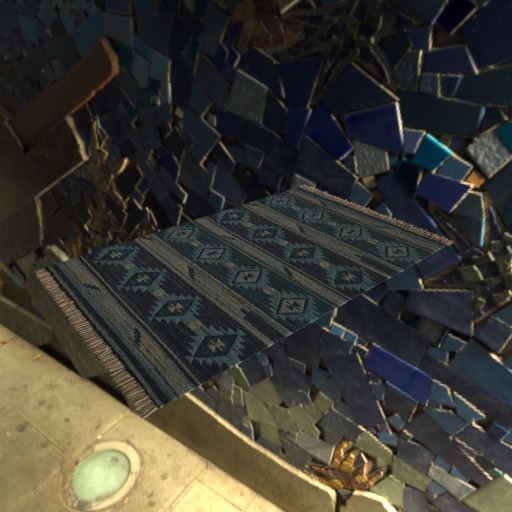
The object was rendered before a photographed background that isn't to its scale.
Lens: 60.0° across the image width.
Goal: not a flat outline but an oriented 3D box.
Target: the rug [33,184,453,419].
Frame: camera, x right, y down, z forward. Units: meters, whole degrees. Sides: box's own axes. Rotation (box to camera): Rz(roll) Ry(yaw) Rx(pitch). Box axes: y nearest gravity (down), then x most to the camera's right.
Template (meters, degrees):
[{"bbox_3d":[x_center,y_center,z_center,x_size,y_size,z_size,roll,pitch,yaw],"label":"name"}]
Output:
[{"bbox_3d":[0.000,0.000,2.350,1.936,0.028,1.181,-22,36,-34],"label":"rug"}]
